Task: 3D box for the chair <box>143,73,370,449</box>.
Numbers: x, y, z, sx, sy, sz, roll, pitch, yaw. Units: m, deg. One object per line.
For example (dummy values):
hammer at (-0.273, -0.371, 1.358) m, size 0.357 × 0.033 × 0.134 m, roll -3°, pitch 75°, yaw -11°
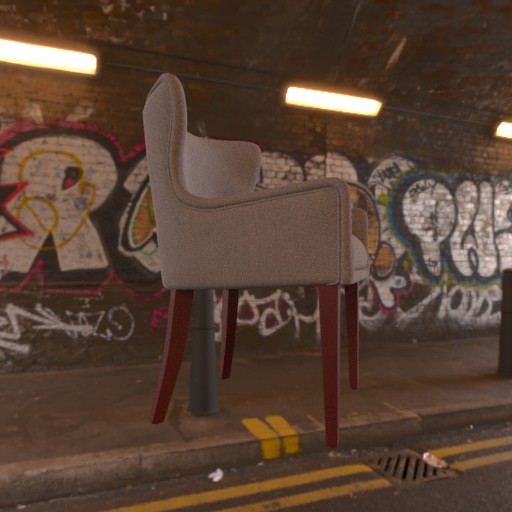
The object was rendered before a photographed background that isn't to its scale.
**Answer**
chair at (0.000, 0.000, 1.435) m, size 0.677 × 0.948 × 0.732 m, roll 0°, pitch -1°, yaw 18°
